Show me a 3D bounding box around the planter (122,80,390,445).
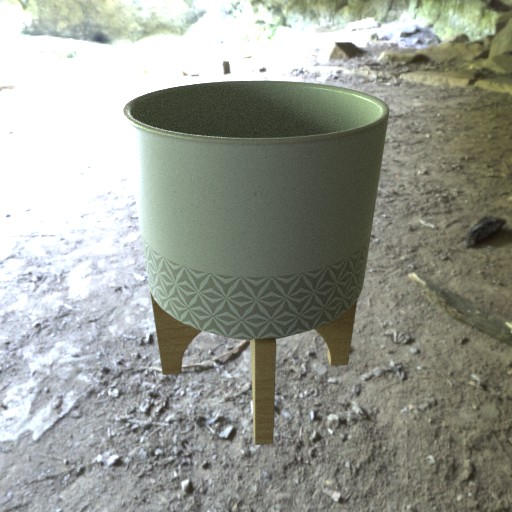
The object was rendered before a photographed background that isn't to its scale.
[{"bbox_3d":[0.000,0.000,0.388,0.188,0.260,0.188,0,31,0],"label":"planter"}]
